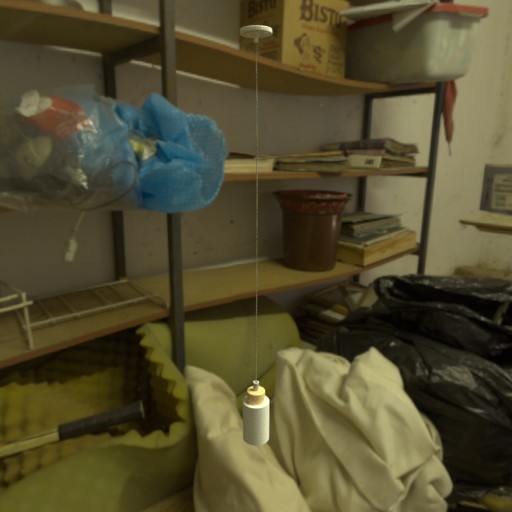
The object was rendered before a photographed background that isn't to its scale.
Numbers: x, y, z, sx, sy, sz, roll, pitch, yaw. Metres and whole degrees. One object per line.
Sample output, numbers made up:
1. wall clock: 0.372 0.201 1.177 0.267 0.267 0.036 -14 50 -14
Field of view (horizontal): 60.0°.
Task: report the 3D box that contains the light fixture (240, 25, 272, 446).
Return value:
1. light fixture: 0.000 0.000 1.923 0.125 1.798 0.125 7 15 27
